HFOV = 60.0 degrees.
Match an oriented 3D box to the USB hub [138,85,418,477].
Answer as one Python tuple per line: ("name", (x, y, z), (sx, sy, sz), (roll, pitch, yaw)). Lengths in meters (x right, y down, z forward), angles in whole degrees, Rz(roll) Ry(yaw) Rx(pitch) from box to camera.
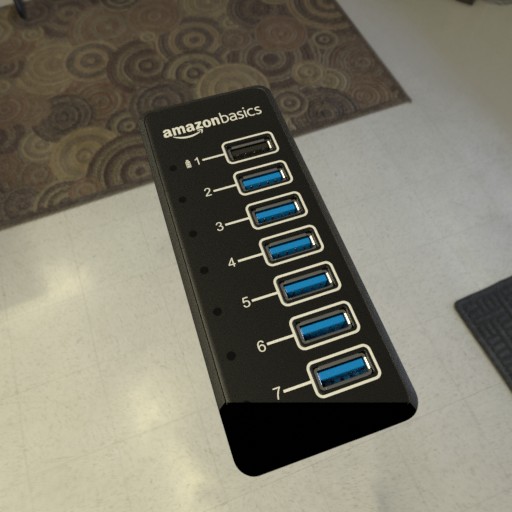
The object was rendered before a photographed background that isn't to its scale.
("USB hub", (0.000, 0.000, 0.130), (0.044, 0.023, 0.110), (-17, 64, -8))
